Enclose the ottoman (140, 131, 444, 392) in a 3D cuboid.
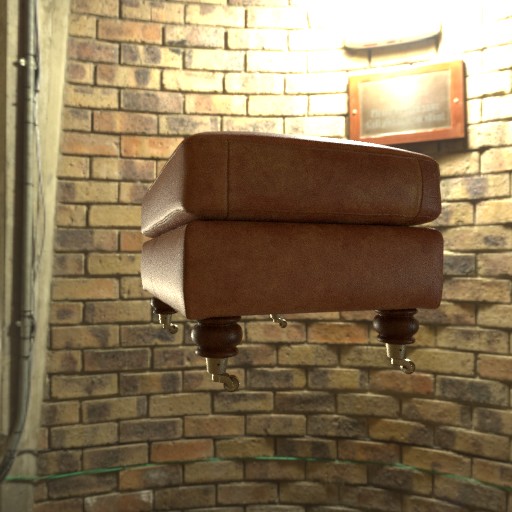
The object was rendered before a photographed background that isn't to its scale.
[{"bbox_3d":[0.000,0.000,1.202,0.565,0.507,0.852,0,-1,-19],"label":"ottoman"}]
